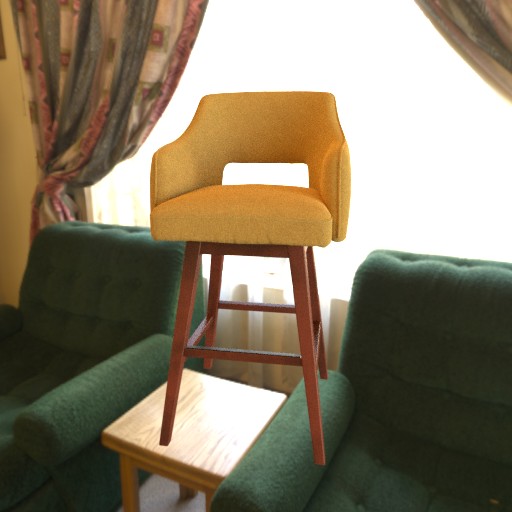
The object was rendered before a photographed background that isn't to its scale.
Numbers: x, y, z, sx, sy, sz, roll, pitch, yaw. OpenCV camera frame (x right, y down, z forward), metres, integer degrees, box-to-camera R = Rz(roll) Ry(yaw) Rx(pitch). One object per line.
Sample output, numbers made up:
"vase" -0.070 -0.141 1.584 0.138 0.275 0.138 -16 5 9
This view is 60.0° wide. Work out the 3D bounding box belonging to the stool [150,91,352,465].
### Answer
"stool" 0.000 0.000 1.370 0.548 1.012 0.558 3 15 10
